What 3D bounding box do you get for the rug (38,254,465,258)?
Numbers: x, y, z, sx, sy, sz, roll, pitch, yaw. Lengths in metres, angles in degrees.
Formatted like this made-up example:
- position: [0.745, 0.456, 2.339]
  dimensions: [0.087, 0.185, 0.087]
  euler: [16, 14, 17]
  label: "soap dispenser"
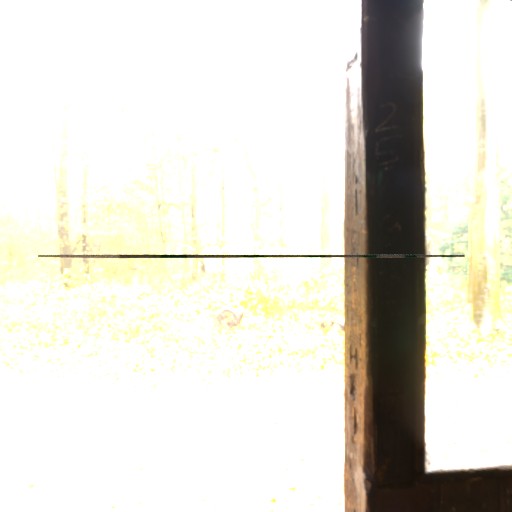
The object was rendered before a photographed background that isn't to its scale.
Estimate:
- position: [0.000, 0.000, 2.270]
  dimensions: [1.829, 0.012, 1.210]
  euler: [0, 0, -36]
  label: "rug"
